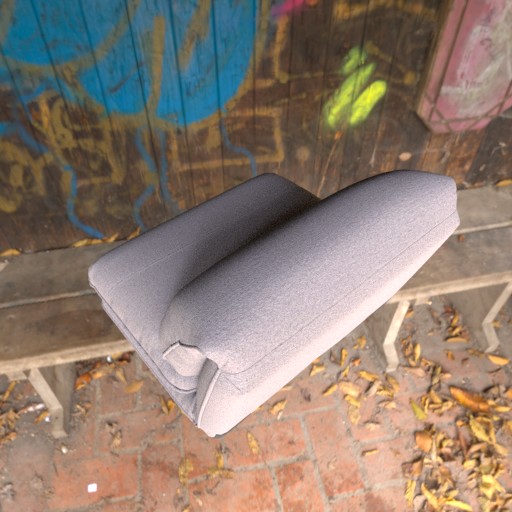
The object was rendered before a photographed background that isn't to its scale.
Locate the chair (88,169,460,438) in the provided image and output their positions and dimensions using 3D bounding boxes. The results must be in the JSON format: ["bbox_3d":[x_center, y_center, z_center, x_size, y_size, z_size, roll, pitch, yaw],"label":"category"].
[{"bbox_3d":[0.000,0.000,1.324,0.820,0.580,0.780,-32,54,-27],"label":"chair"}]
